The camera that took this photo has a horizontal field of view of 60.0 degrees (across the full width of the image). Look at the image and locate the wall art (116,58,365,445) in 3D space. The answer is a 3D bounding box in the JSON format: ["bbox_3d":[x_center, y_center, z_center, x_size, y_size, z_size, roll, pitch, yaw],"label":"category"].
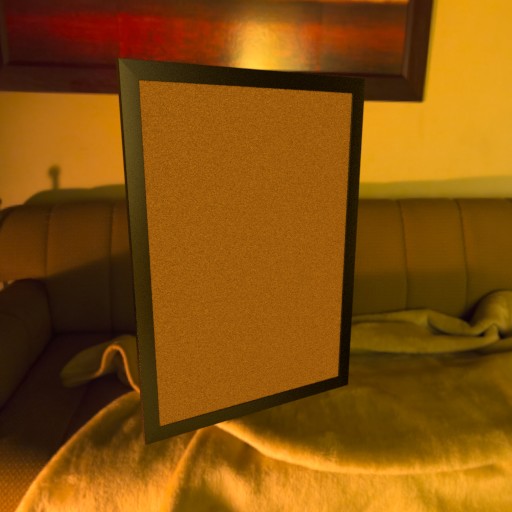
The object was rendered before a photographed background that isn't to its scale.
[{"bbox_3d":[0.000,0.000,0.552,0.304,0.432,0.013,-7,16,-26],"label":"wall art"}]
